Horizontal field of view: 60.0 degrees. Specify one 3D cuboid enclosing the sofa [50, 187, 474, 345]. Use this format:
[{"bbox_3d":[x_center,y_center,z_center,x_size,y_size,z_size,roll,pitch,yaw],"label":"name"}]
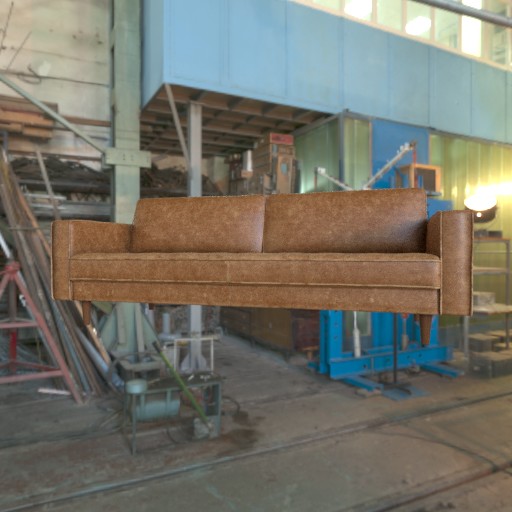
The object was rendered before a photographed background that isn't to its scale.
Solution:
[{"bbox_3d":[0.000,0.000,2.565,2.199,0.779,0.886,0,1,17],"label":"sofa"}]
